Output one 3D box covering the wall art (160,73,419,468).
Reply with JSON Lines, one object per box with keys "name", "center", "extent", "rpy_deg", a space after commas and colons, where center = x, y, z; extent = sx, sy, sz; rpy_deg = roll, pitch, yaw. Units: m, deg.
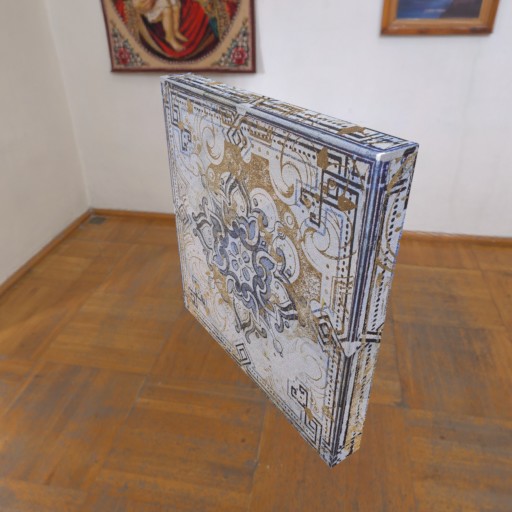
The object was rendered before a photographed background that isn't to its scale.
{"name": "wall art", "center": [0.000, 0.000, 0.452], "extent": [0.038, 0.306, 0.302], "rpy_deg": [-20, 37, -29]}
